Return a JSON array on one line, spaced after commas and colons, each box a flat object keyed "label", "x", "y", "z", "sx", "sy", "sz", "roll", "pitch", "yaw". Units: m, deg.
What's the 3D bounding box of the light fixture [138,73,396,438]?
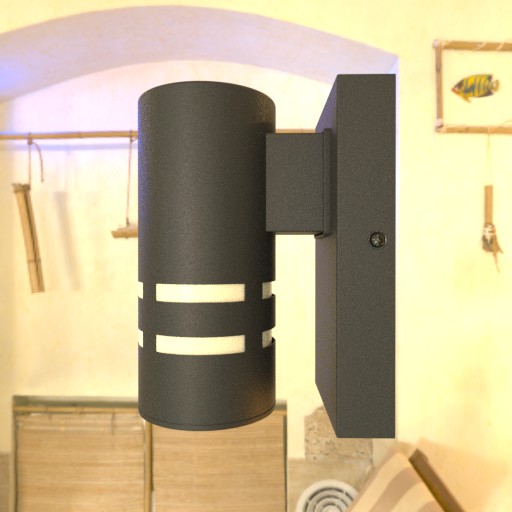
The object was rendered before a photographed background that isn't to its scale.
[{"label": "light fixture", "x": 0.000, "y": 0.000, "z": 0.264, "sx": 0.138, "sy": 0.179, "sz": 0.098, "roll": 0, "pitch": 0, "yaw": 1}]
